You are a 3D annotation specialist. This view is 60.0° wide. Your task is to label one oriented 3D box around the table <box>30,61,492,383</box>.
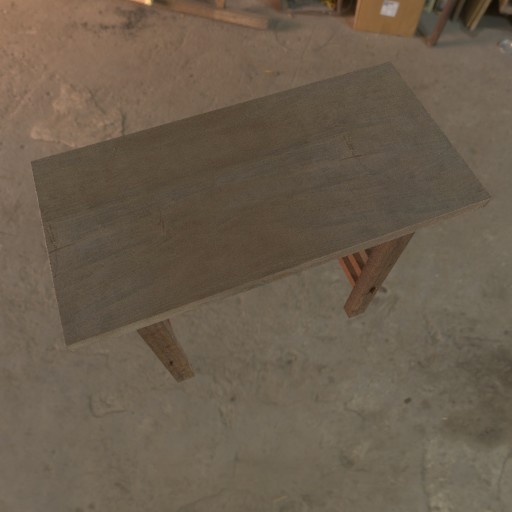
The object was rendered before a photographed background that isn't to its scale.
[{"bbox_3d":[0.000,0.000,1.600,1.119,0.914,0.556,-19,65,-9],"label":"table"}]
